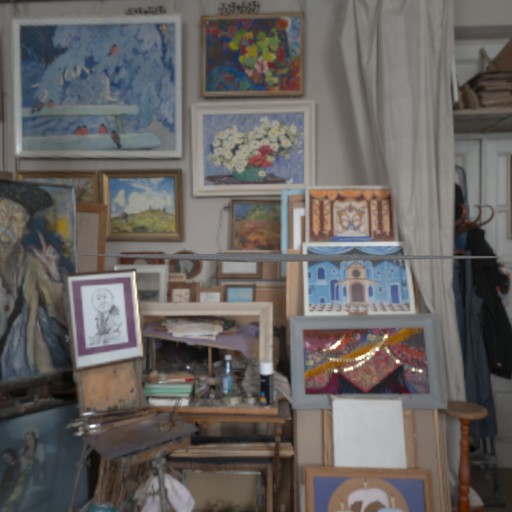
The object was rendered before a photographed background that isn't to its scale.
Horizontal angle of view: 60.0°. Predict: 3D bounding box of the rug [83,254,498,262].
[{"bbox_3d":[0.000,0.000,2.829,1.600,0.008,2.235,0,1,-34],"label":"rug"}]
